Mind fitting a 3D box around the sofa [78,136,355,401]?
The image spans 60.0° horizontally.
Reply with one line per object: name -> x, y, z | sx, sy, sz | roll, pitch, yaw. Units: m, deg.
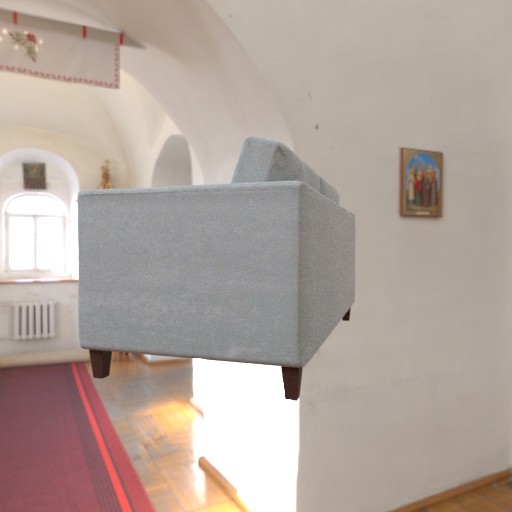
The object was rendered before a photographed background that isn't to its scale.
sofa -> 0.000, 0.000, 2.505 | 0.950, 0.963, 1.884 | 1, 2, 18
